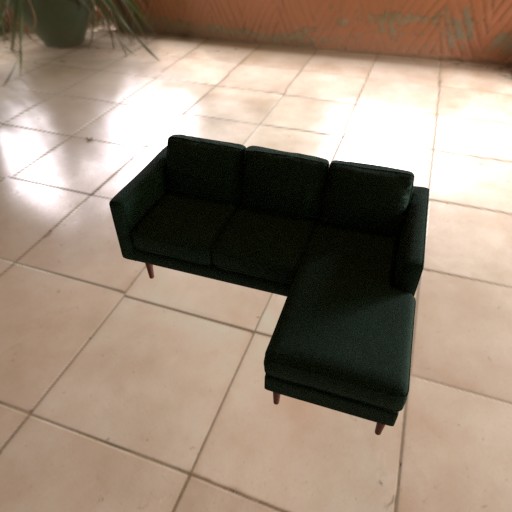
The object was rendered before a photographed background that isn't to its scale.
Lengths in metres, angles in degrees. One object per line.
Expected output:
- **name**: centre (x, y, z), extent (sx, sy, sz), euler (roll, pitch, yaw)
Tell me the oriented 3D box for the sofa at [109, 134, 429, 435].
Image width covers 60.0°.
- **sofa**: centre (0.000, 0.000, 2.890), extent (2.030, 0.899, 1.580), euler (12, 43, 14)
